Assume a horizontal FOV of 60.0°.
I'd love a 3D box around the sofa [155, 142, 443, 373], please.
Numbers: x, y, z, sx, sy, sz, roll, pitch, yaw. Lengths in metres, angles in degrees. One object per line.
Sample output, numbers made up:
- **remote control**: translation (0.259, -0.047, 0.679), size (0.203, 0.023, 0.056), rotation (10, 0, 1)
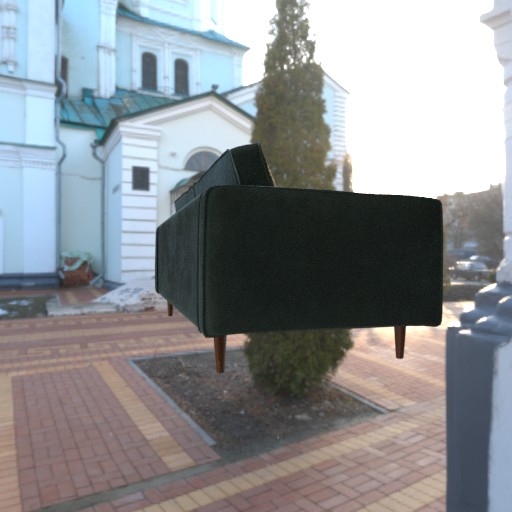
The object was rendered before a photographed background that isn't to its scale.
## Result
- **sofa**: translation (0.000, 0.000, 2.291), size (0.886, 0.781, 1.816), rotation (0, 0, -17)
